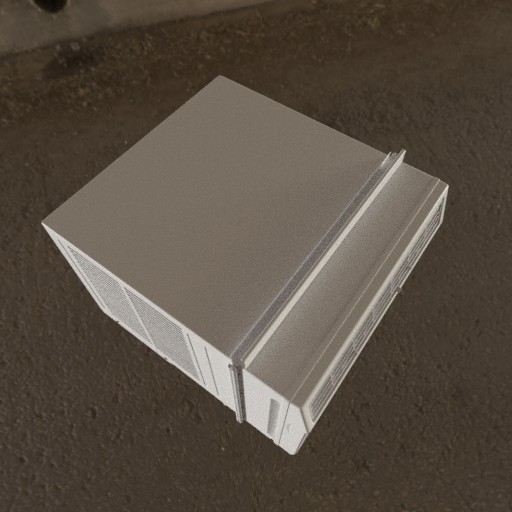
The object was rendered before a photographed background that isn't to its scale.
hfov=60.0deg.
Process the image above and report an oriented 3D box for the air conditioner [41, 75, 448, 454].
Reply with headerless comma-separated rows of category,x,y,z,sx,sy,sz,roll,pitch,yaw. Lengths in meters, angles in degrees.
air conditioner,0.000,0.000,0.899,0.546,0.388,0.503,32,63,18
